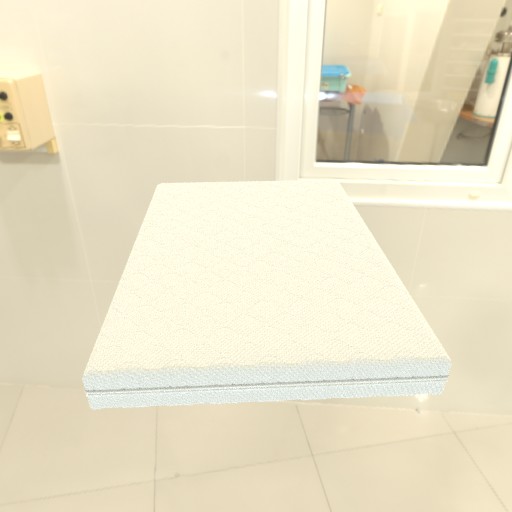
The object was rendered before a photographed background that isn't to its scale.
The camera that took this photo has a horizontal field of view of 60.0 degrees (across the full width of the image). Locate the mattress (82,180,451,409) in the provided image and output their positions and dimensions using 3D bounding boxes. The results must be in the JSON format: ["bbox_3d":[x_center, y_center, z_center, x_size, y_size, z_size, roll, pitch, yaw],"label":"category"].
[{"bbox_3d":[0.000,0.000,2.556,1.400,0.200,2.000,-2,30,-3],"label":"mattress"}]
